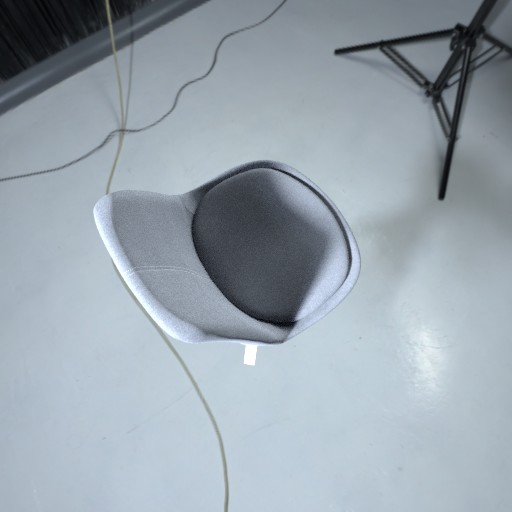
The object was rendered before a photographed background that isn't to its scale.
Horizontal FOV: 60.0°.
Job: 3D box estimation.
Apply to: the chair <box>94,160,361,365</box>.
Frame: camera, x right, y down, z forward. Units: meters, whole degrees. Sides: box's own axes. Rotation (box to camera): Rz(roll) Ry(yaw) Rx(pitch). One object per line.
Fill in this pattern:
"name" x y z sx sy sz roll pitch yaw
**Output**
"chair" 0.000 0.000 1.198 0.549 0.863 0.474 -34 77 -9
